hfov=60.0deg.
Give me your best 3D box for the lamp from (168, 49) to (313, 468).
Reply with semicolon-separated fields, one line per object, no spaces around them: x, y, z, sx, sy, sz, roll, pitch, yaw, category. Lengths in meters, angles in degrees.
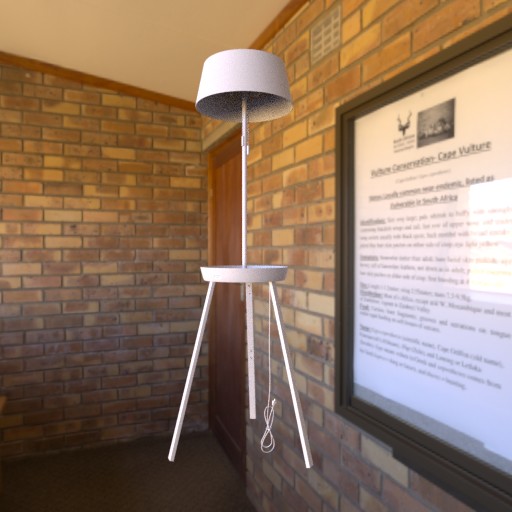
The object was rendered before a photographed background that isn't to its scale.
0.000;0.000;1.632;0.468;1.429;0.508;0;1;36;lamp
